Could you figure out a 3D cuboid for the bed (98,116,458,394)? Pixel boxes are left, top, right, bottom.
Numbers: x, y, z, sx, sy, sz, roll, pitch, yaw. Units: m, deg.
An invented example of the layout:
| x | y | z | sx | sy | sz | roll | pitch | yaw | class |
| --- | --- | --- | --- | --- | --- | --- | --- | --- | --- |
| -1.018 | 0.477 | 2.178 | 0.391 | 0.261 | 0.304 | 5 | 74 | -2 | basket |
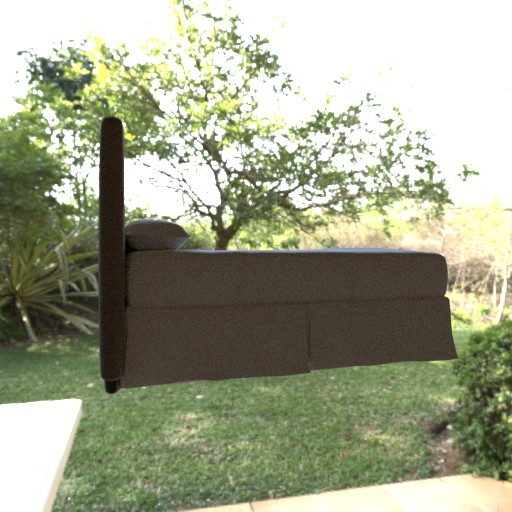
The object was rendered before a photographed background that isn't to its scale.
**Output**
| x | y | z | sx | sy | sz | roll | pitch | yaw | class |
| --- | --- | --- | --- | --- | --- | --- | --- | --- | --- |
| 0.000 | 0.000 | 3.197 | 2.142 | 1.330 | 1.723 | 0 | 0 | -19 | bed |
